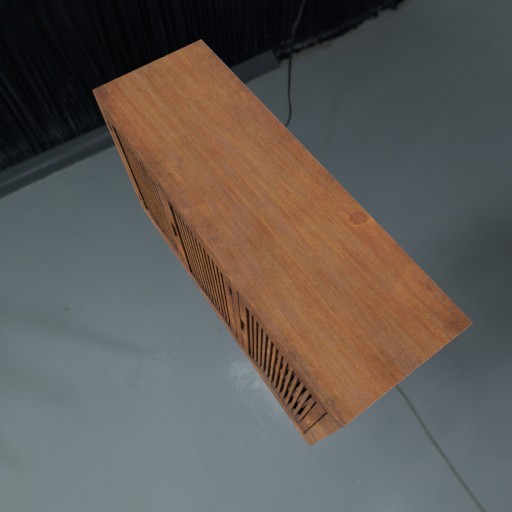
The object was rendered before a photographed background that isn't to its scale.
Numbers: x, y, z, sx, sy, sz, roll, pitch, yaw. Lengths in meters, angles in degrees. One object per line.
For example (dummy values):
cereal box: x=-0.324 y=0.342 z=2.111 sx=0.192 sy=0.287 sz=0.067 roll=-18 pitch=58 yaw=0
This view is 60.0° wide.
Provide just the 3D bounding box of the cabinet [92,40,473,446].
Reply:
cabinet: x=0.000 y=0.000 z=1.571 sx=0.403 sy=0.805 sz=1.204 roll=-32 pitch=68 yaw=-15
